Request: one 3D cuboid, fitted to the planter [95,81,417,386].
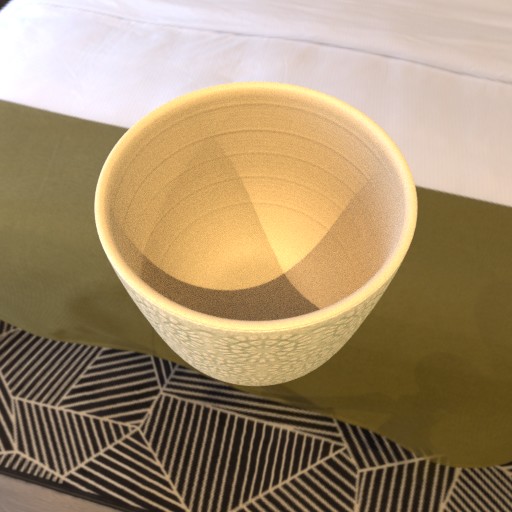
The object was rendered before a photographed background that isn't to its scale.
[{"bbox_3d":[0.000,0.000,0.218,0.124,0.109,0.124,0,58,0],"label":"planter"}]
